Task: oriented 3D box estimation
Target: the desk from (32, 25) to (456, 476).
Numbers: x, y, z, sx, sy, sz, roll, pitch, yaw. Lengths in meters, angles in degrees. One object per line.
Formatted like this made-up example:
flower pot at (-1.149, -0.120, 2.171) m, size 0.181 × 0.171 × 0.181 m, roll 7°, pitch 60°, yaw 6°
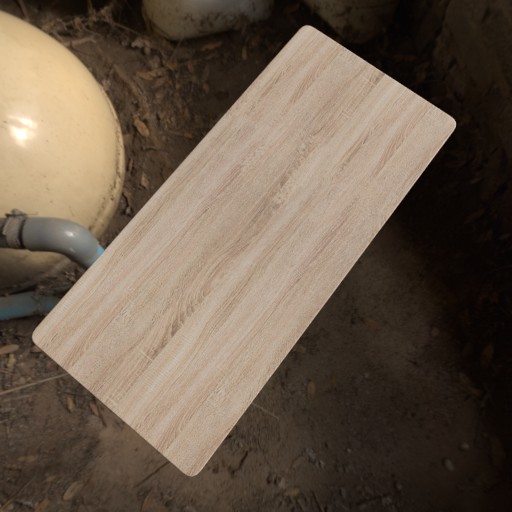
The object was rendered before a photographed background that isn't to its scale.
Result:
desk at (0.000, 0.000, 1.572) m, size 0.550 × 0.760 × 1.200 m, roll 37°, pitch 79°, yaw 8°
